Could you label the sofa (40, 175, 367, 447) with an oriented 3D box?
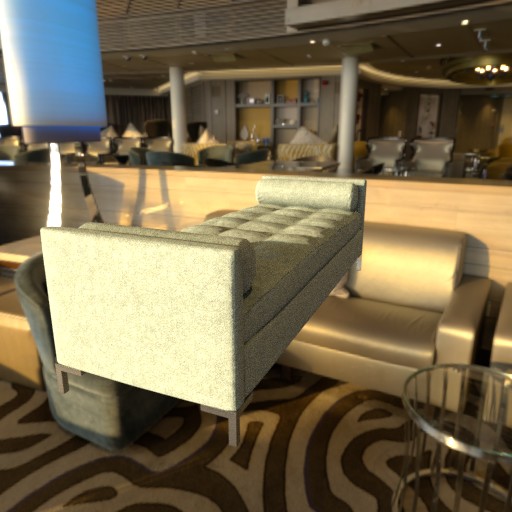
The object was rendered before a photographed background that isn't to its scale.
[{"bbox_3d":[0.000,0.000,2.408,0.797,0.657,2.102,7,17,23],"label":"sofa"}]
